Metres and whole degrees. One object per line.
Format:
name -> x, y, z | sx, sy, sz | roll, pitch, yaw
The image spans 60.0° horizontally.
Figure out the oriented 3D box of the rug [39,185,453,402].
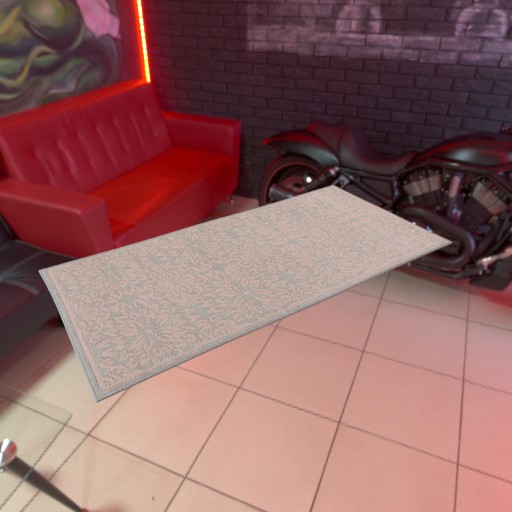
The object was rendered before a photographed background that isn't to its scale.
rug -> 0.000, 0.000, 1.442 | 1.219, 0.007, 0.604 | -19, 37, -28
